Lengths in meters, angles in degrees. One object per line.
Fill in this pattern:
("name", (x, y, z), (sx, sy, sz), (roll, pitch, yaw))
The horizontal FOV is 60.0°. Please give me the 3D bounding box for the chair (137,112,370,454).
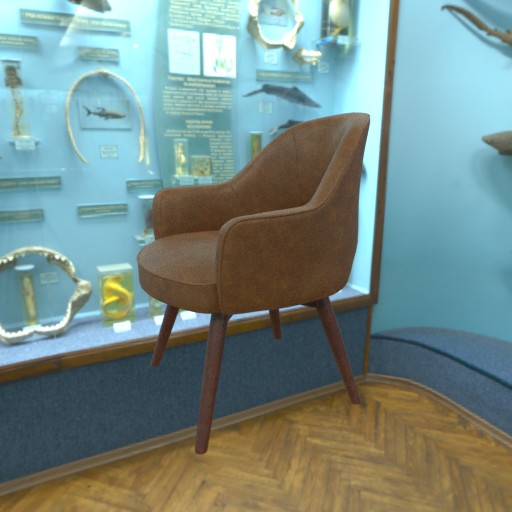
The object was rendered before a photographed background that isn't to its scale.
("chair", (0.000, 0.000, 1.236), (0.640, 0.777, 0.591), (-7, 17, -25))
